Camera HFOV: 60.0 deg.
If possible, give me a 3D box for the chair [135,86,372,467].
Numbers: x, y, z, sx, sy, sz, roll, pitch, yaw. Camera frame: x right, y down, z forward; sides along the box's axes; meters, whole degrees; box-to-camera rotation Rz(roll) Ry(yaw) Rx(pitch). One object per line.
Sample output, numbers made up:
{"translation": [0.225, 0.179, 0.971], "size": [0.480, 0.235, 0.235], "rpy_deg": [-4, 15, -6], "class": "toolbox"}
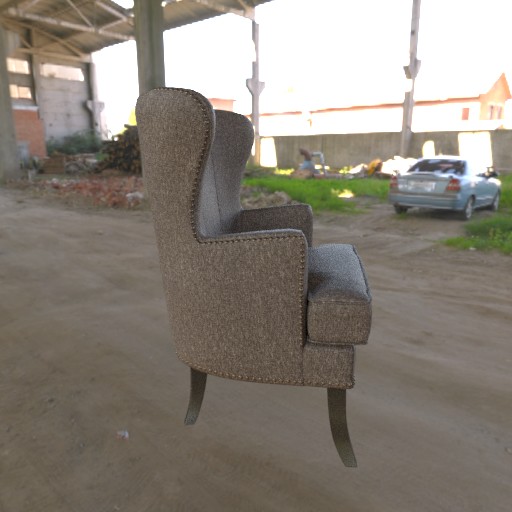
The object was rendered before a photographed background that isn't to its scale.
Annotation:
{"translation": [0.000, 0.000, 1.576], "size": [0.758, 1.060, 0.759], "rpy_deg": [2, 13, 8], "class": "chair"}
